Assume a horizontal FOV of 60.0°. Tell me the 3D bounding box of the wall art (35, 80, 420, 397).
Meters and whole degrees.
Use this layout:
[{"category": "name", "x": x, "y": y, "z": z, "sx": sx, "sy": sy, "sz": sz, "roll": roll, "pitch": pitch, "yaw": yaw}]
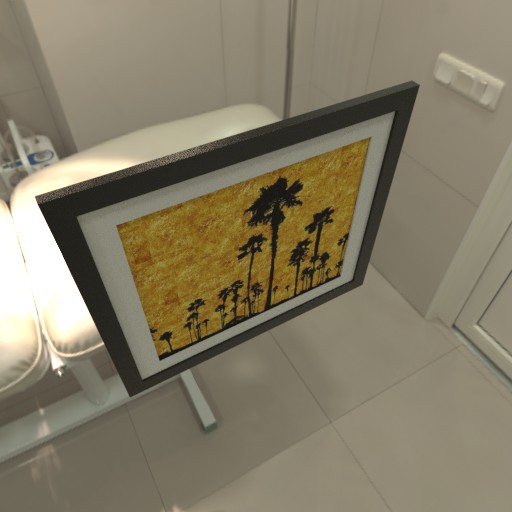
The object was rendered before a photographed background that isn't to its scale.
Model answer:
[{"category": "wall art", "x": 0.000, "y": 0.000, "z": 0.521, "sx": 0.383, "sy": 0.332, "sz": 0.012, "roll": -23, "pitch": 52, "yaw": -19}]
